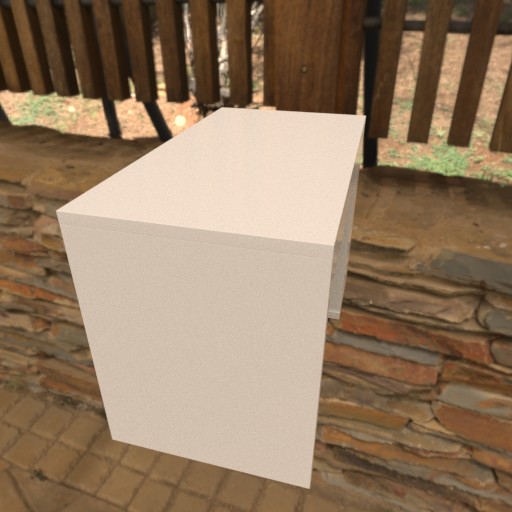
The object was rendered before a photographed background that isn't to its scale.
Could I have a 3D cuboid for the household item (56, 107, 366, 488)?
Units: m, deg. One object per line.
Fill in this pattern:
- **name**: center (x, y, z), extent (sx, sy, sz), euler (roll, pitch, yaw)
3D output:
- **household item**: center (0.000, 0.000, 1.535), extent (0.597, 0.749, 1.100), euler (8, 31, 13)
